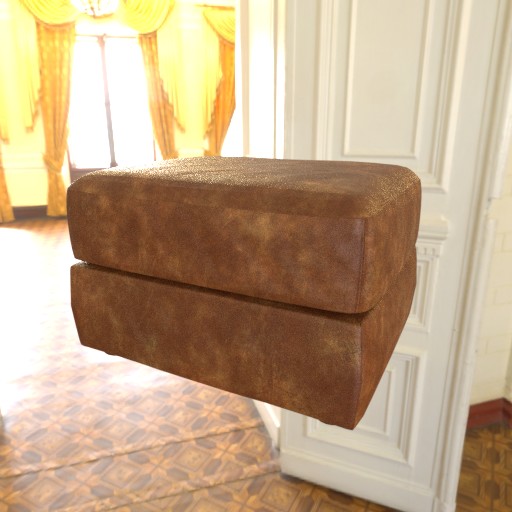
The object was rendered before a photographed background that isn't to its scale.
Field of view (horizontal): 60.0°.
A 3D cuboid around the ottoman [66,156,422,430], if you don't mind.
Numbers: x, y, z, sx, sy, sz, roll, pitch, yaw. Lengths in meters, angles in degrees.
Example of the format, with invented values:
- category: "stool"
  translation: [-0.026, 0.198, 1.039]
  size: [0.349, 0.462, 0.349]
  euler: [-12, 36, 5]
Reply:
- category: "ottoman"
  translation: [0.000, 0.000, 1.151]
  size: [0.751, 0.476, 0.603]
  euler: [9, 19, 26]
